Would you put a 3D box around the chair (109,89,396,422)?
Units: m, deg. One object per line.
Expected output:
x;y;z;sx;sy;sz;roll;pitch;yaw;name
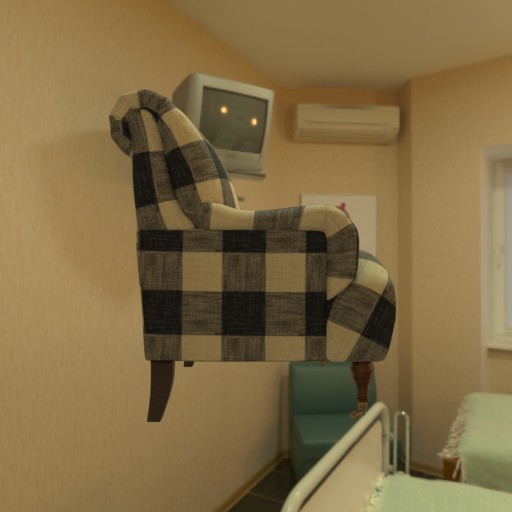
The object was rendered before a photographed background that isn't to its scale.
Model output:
0.000;0.000;1.609;0.848;0.953;0.781;0;0;0;chair
